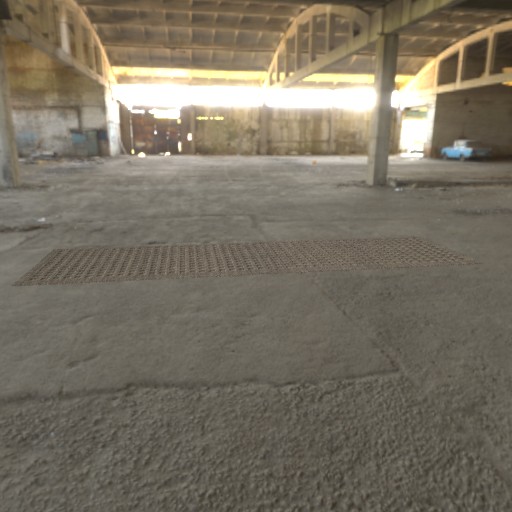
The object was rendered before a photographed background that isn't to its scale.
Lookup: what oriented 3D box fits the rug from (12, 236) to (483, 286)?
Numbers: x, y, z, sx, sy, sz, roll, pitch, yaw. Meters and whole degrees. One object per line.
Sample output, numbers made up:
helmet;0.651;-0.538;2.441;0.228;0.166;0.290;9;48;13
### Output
rug;0.000;0.000;2.608;2.443;0.009;0.706;-2;15;-9
